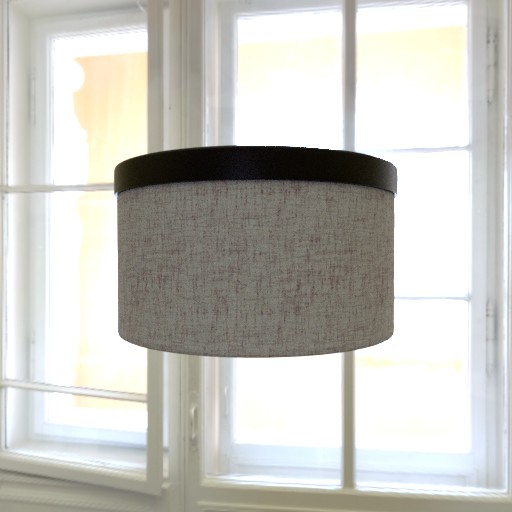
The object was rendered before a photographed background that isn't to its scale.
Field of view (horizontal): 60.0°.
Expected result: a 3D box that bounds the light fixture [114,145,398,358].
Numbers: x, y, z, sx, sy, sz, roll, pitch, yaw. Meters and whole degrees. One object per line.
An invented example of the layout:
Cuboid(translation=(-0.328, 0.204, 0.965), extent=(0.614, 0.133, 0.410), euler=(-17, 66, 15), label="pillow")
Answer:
Cuboid(translation=(0.000, 0.000, 0.639), extent=(0.389, 0.229, 0.389), euler=(0, 1, 0), label="light fixture")
